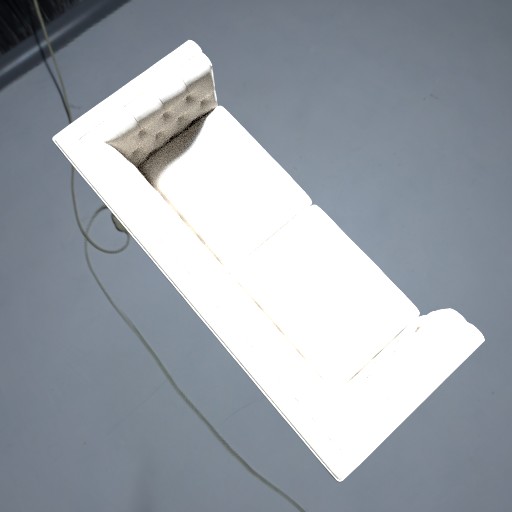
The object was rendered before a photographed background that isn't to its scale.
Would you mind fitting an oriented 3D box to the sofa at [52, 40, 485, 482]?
[{"bbox_3d":[0.000,0.000,2.138,0.775,0.762,1.778,-40,79,-10],"label":"sofa"}]
